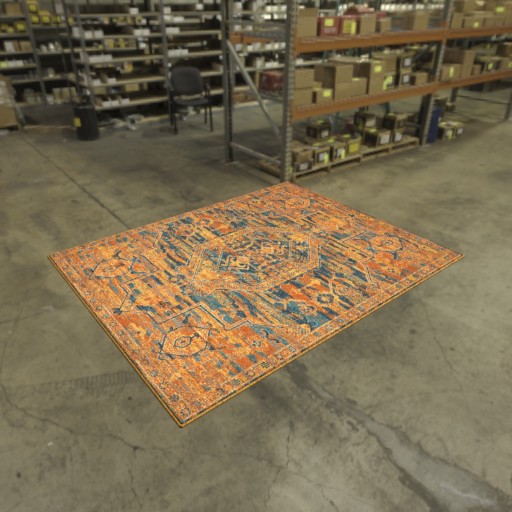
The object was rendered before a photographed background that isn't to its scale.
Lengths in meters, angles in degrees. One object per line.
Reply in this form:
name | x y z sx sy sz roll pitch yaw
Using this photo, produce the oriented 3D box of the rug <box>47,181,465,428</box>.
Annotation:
rug | 0.000 0.000 4.122 3.040 0.031 2.435 -22 37 -33
